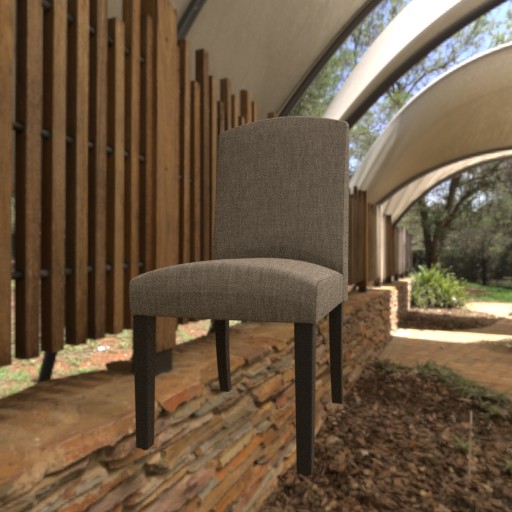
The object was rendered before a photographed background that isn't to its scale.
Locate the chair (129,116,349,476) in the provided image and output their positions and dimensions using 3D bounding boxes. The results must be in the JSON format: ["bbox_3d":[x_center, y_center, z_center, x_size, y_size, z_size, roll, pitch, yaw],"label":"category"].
[{"bbox_3d":[0.000,0.000,1.223,0.451,0.917,0.580,0,0,19],"label":"chair"}]
